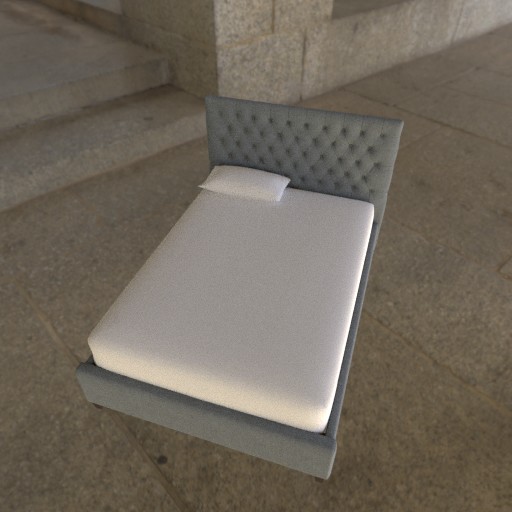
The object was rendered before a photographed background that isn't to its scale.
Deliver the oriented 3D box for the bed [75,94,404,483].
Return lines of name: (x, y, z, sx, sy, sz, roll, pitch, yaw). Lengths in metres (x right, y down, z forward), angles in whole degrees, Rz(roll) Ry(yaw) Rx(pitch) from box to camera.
bed: (0.000, 0.000, 3.299, 1.698, 1.411, 2.335, 12, 42, 14)
